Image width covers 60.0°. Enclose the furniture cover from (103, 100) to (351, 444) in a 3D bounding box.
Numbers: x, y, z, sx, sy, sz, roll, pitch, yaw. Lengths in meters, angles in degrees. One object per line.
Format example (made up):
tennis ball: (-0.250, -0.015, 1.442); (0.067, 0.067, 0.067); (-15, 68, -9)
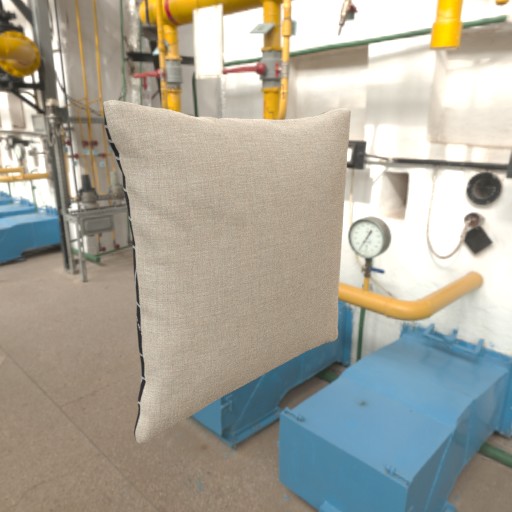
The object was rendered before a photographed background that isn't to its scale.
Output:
furniture cover: (0.000, 0.000, 0.784); (0.517, 0.508, 0.158); (-16, 23, -42)
